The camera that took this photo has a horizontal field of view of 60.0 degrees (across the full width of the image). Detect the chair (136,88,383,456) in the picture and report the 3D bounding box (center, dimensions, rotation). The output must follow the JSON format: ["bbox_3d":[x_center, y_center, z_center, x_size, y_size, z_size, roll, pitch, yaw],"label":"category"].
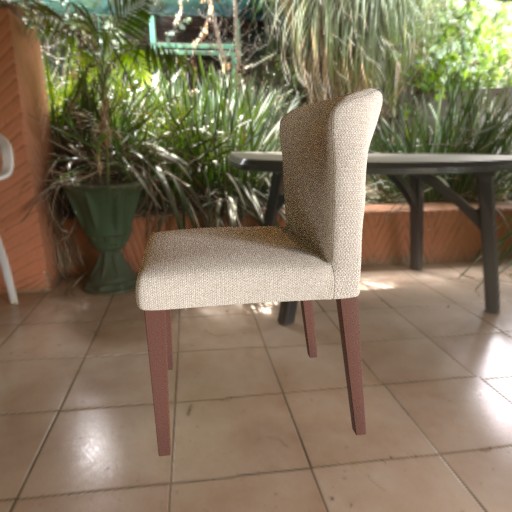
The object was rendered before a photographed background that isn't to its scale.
[{"bbox_3d":[0.000,0.000,1.182,0.589,0.839,0.491,-2,15,-9],"label":"chair"}]
